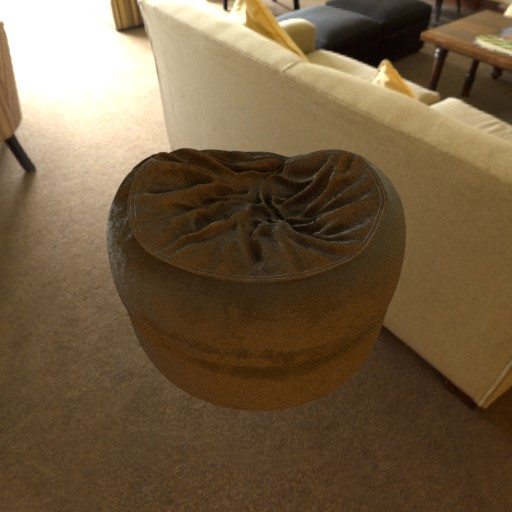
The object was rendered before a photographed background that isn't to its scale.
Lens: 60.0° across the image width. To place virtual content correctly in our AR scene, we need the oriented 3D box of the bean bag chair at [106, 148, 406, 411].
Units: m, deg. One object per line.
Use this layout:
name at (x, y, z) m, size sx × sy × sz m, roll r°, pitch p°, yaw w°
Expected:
bean bag chair at (0.000, 0.000, 1.488) m, size 0.918 × 0.605 × 0.918 m, roll 0°, pitch 45°, yaw 0°
